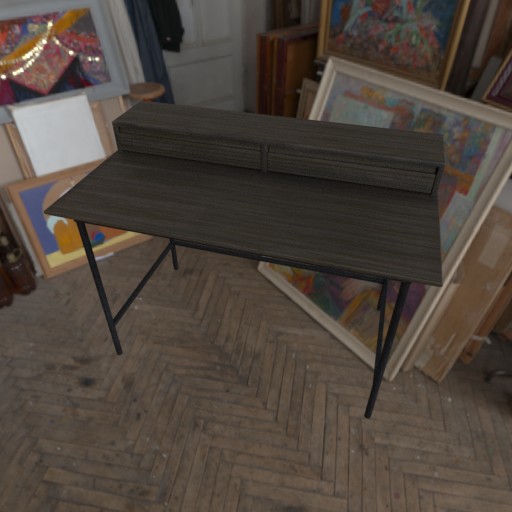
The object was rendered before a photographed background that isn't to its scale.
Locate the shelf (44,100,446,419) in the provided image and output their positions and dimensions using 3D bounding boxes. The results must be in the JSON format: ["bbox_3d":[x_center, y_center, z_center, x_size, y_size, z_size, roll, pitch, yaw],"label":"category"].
[{"bbox_3d":[0.000,0.000,1.732,1.212,0.865,0.685,11,40,13],"label":"shelf"}]
